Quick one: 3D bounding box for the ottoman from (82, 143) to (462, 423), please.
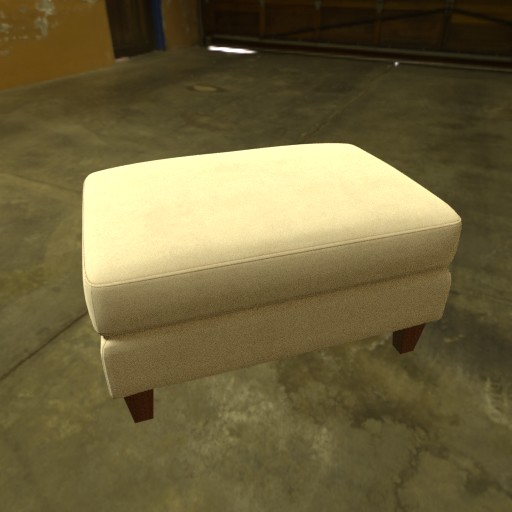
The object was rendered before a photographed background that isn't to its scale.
[{"bbox_3d":[0.000,0.000,1.226,0.864,0.483,0.584,-10,34,-15],"label":"ottoman"}]
